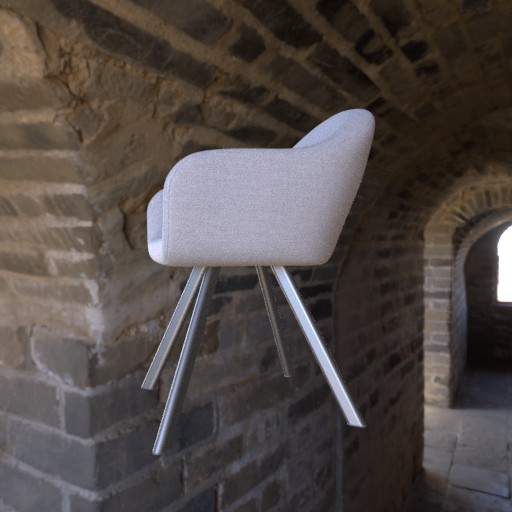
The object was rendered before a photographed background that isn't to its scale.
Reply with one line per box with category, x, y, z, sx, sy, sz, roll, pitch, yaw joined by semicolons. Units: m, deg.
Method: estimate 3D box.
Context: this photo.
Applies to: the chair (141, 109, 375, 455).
chair;0.000;0.000;1.175;0.570;0.780;0.540;0;1;-17
